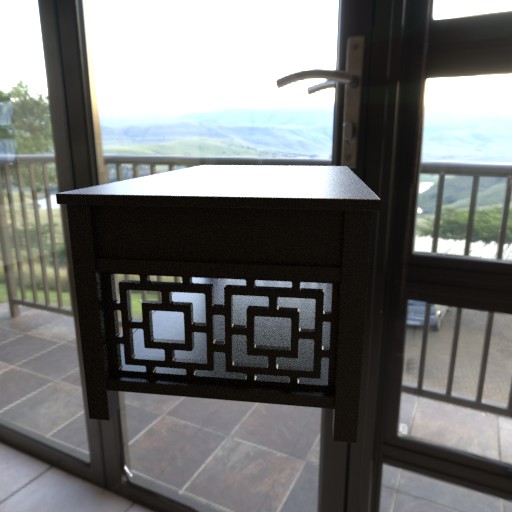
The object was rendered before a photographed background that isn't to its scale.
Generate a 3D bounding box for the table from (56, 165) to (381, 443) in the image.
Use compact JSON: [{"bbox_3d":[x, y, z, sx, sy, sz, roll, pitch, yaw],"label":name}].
[{"bbox_3d":[0.000,0.000,1.369,0.612,0.493,1.068,2,15,8],"label":"table"}]
